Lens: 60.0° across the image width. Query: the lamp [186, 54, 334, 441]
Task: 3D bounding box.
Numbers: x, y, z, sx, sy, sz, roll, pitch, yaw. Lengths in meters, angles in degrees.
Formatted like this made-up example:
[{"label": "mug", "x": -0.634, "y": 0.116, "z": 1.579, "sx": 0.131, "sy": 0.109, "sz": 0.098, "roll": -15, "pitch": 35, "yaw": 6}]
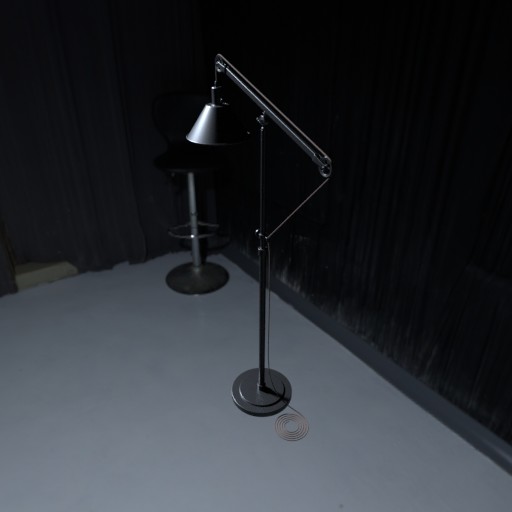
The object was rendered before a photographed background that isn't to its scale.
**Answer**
[{"label": "lamp", "x": 0.000, "y": 0.000, "z": 2.003, "sx": 0.319, "sy": 1.626, "sz": 0.904, "roll": -18, "pitch": 34, "yaw": -28}]
